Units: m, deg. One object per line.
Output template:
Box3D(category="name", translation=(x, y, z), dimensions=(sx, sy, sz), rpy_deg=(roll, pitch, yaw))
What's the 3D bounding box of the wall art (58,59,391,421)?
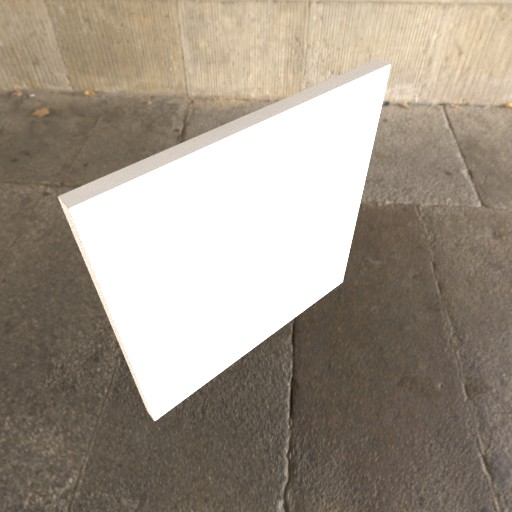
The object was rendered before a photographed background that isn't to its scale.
Box3D(category="wall art", translation=(0.000, 0.000, 1.112), dimensions=(0.762, 0.762, 0.040), rpy_deg=(-32, 55, -26))
